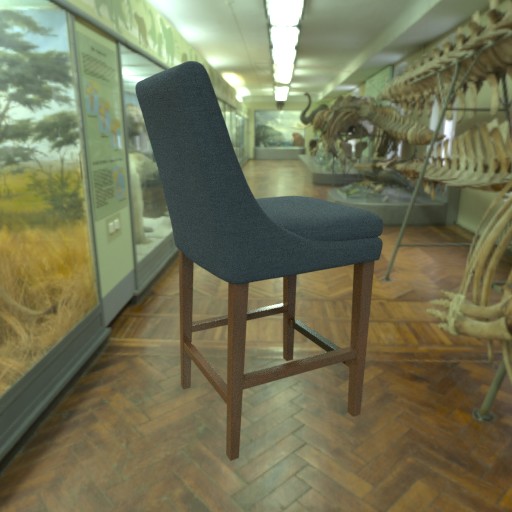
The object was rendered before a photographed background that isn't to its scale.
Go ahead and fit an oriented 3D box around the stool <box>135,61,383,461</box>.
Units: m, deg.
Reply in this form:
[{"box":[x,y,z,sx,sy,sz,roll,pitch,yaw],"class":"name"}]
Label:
[{"box":[0.000,0.000,1.303,0.577,0.981,0.470,-8,17,-27],"class":"stool"}]
